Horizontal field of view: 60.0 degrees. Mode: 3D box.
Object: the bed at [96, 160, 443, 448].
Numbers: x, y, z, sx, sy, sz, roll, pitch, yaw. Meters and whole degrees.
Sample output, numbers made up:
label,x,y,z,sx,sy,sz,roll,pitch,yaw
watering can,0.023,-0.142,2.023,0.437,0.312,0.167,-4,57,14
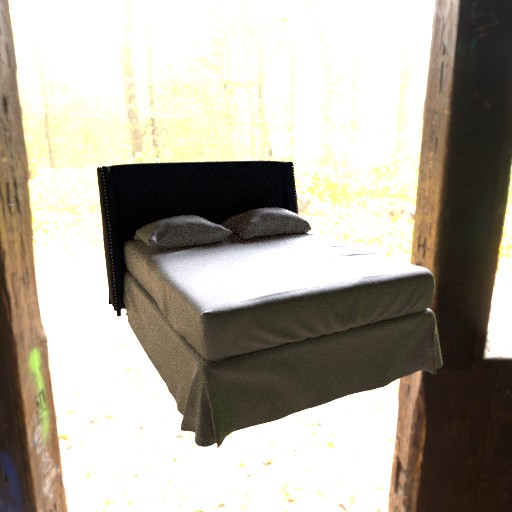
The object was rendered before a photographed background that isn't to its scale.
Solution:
label,x,y,z,sx,sy,sz,roll,pitch,yaw
bed,0.000,0.000,3.402,1.925,1.332,2.276,-8,17,-26
